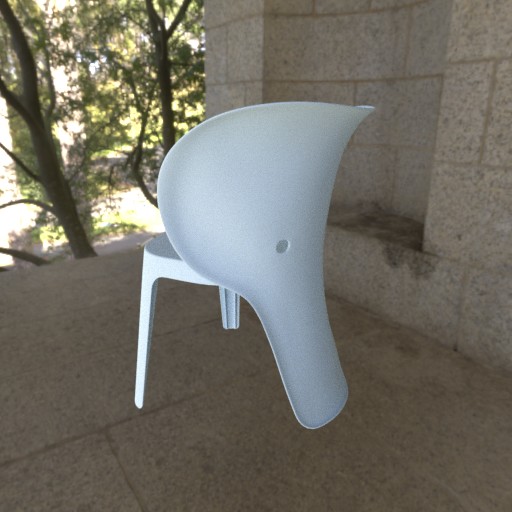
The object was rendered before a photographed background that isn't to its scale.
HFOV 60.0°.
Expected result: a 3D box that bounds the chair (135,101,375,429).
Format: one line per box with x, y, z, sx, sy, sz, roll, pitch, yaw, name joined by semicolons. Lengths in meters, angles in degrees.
0.000;0.000;0.859;0.402;0.554;0.451;9;20;26;chair
